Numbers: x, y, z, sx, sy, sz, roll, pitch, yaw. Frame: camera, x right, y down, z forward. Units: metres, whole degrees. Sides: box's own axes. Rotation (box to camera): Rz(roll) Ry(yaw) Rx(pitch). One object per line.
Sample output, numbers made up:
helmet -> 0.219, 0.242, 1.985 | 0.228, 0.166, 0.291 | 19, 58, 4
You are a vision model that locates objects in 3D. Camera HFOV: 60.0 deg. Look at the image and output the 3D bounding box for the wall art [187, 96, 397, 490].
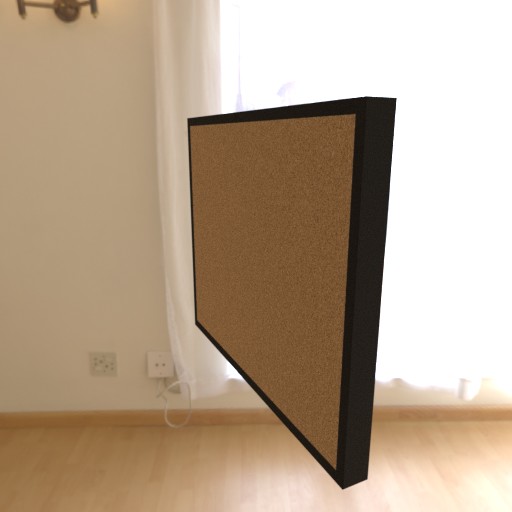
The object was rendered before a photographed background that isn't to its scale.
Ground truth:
wall art -> 0.000, 0.000, 0.523 | 0.028, 0.325, 0.397 | -7, 17, -25
